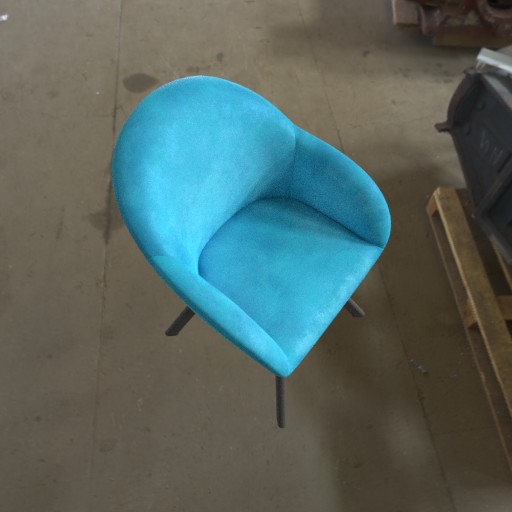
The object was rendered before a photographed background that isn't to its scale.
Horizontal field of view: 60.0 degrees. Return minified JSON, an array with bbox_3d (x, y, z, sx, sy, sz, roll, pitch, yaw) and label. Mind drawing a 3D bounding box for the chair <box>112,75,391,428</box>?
[{"bbox_3d":[0.000,0.000,1.204,0.590,0.795,0.550,34,64,19],"label":"chair"}]
